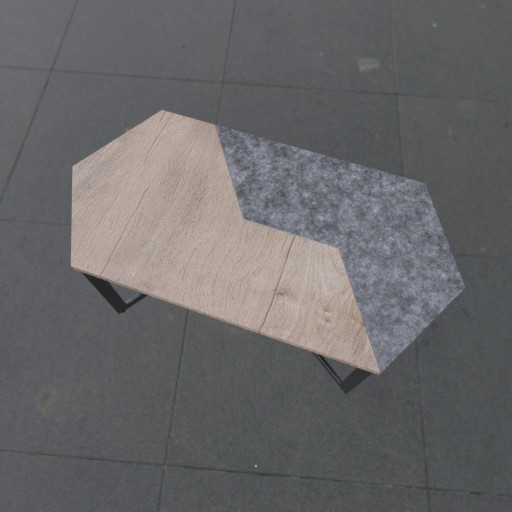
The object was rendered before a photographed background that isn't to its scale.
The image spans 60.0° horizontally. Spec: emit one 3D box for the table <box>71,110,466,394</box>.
[{"bbox_3d":[0.000,0.000,1.507,1.219,0.457,0.609,18,66,8],"label":"table"}]
